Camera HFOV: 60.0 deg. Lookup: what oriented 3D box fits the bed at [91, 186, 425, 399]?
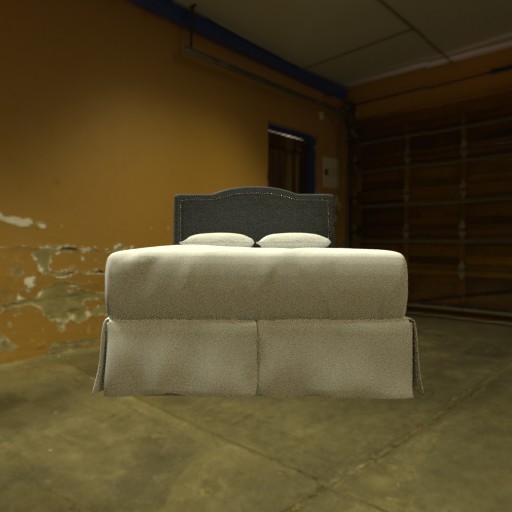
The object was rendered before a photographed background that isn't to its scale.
[{"bbox_3d":[0.000,0.000,3.482,1.747,1.441,2.507,0,1,0],"label":"bed"}]
